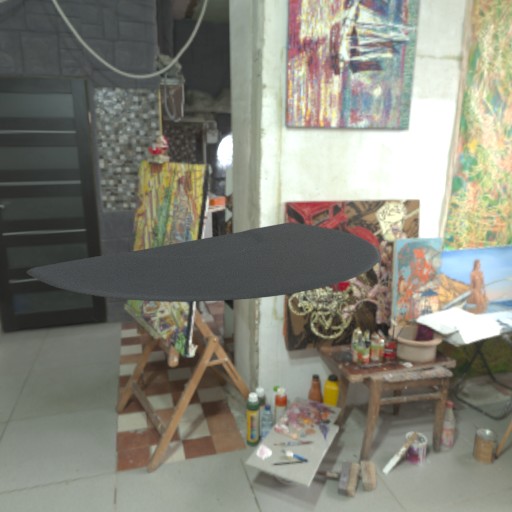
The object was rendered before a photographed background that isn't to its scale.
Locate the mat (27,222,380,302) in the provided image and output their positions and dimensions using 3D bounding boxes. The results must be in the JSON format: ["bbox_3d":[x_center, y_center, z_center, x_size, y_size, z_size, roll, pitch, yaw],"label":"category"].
[{"bbox_3d":[0.000,0.000,1.847,0.917,0.016,1.525,13,19,43],"label":"mat"}]
